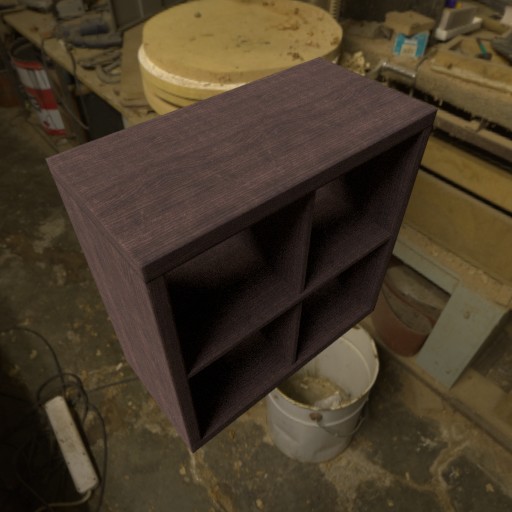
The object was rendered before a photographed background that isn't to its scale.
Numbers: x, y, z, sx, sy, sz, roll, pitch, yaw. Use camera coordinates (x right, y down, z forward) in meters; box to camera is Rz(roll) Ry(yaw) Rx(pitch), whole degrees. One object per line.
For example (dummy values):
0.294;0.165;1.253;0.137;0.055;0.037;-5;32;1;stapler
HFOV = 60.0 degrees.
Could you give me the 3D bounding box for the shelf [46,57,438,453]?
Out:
0.000;0.000;1.256;0.790;0.786;0.390;-31;54;-26;shelf
